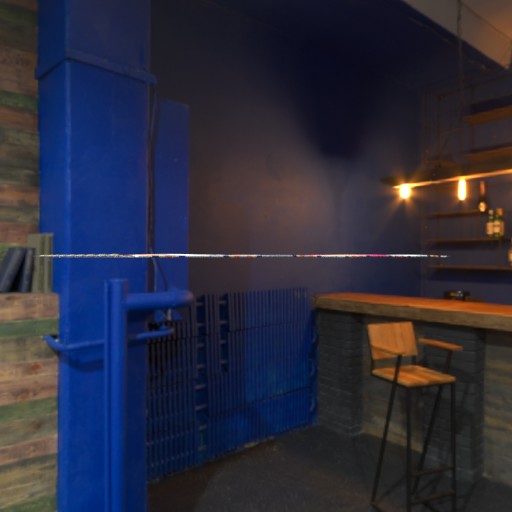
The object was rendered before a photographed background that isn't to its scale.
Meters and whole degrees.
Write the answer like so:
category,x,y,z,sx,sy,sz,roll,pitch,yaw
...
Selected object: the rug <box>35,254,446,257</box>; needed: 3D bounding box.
category,x,y,z,sx,sy,sz,roll,pitch,yaw
rug,0.000,0.000,2.238,1.849,0.013,1.084,0,0,-37
